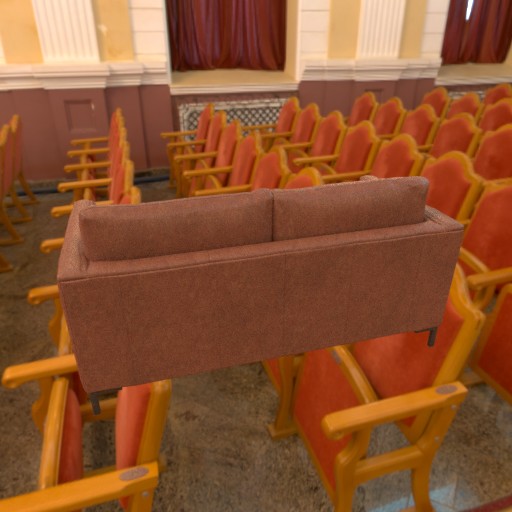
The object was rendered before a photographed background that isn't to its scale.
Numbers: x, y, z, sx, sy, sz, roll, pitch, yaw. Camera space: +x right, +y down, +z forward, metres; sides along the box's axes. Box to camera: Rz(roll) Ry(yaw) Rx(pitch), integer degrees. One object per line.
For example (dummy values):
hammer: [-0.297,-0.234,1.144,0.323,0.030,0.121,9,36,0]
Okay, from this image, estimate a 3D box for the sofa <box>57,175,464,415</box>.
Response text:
sofa: [0.000,0.000,2.293,1.797,0.883,0.899,-8,27,-15]
